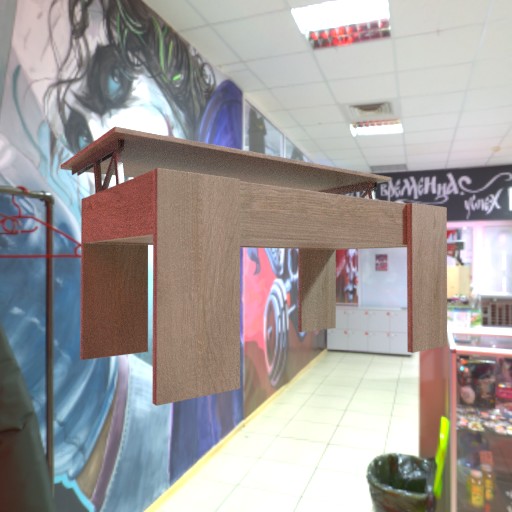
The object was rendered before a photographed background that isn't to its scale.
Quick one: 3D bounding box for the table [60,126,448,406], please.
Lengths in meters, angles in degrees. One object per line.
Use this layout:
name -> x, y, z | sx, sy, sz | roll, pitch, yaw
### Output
table -> 0.000, 0.000, 1.400 | 1.000, 0.570, 0.711 | 1, -1, -37
